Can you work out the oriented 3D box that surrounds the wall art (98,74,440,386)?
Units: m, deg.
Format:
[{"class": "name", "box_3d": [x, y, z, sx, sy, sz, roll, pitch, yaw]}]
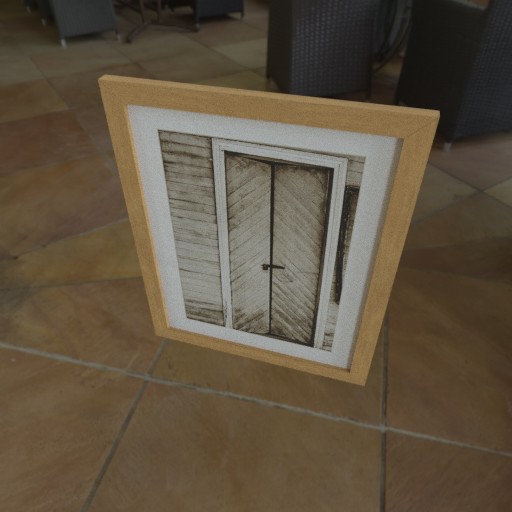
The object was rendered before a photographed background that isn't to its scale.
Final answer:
[{"class": "wall art", "box_3d": [0.000, 0.000, 0.764, 0.460, 0.561, 0.020, 11, 42, 12]}]
